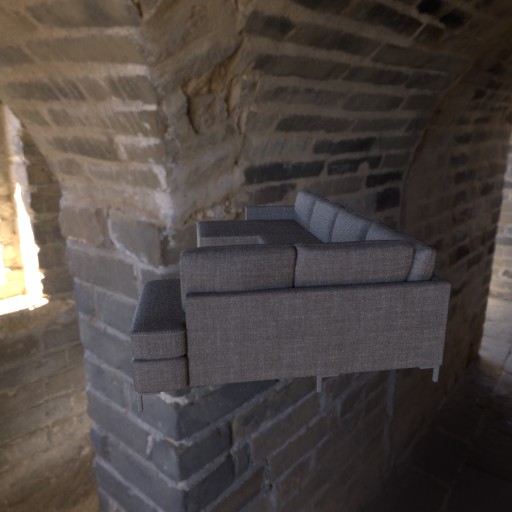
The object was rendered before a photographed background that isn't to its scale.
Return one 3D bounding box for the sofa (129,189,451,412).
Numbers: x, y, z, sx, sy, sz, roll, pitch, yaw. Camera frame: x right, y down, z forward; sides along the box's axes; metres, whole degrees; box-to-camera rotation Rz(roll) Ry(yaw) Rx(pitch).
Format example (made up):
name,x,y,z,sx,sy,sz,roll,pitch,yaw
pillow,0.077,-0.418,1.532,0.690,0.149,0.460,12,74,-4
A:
name,x,y,z,sx,sy,sz,roll,pitch,yaw
sofa,0.000,0.000,4.368,2.048,0.999,3.423,-2,16,-9
